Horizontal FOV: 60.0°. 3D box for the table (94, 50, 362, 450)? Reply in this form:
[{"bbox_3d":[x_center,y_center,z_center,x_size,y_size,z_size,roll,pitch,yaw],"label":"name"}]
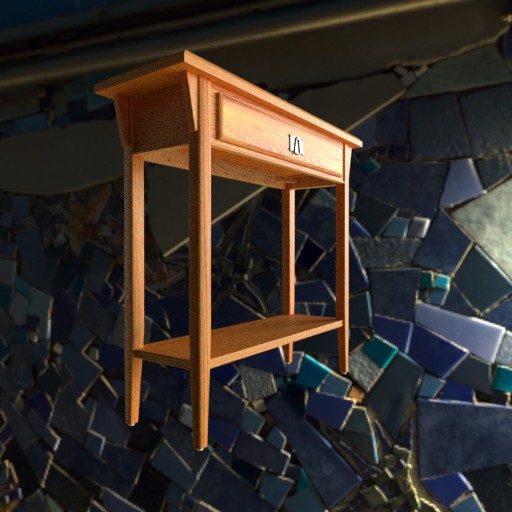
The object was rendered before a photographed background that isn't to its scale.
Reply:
[{"bbox_3d":[0.000,0.000,1.132,0.254,0.711,0.762,1,1,36],"label":"table"}]
